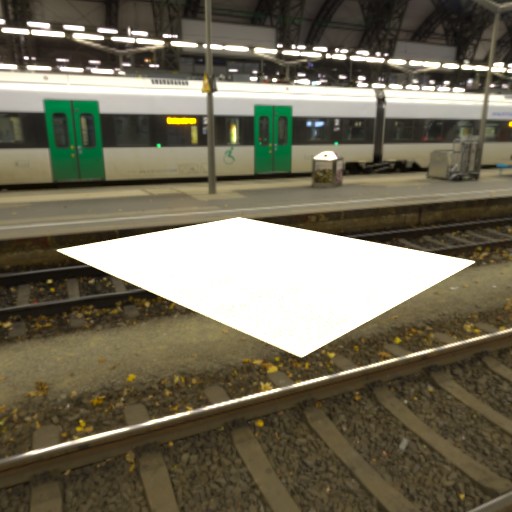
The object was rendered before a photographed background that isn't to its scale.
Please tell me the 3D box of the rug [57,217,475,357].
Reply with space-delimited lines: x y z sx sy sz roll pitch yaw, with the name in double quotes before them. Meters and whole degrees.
"rug" 0.000 0.000 4.120 3.050 0.015 2.441 15 21 43
